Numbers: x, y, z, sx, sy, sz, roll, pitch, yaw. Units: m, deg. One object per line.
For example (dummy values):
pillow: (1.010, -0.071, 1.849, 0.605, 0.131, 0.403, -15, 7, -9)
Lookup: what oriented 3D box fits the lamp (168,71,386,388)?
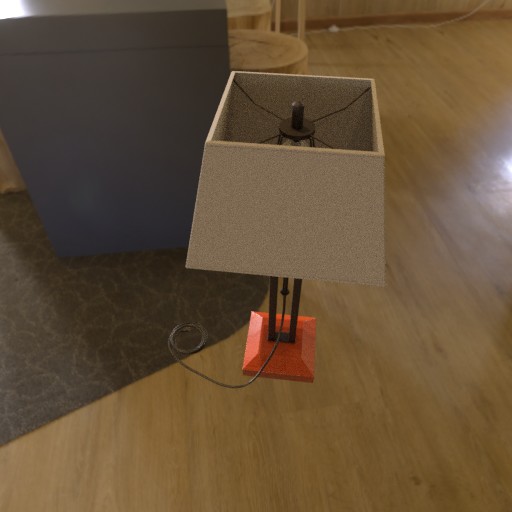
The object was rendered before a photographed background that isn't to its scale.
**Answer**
lamp: (0.000, 0.000, 0.986, 0.498, 0.737, 0.310, 5, 47, 5)
